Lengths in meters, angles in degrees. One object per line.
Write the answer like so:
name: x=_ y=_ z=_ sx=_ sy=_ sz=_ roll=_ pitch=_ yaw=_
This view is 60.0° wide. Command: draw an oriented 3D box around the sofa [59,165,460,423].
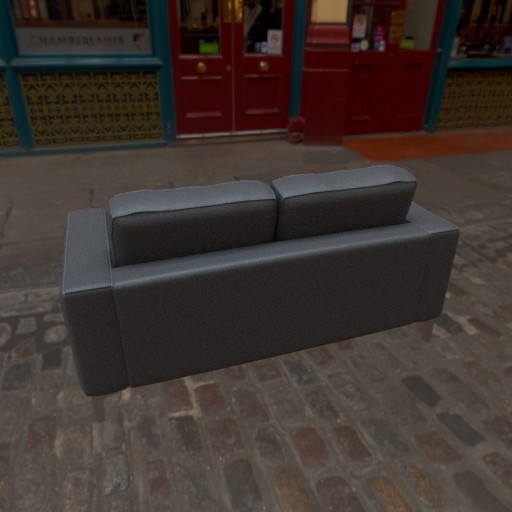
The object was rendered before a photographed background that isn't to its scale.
sofa: x=0.000 y=0.000 z=2.177 sx=1.726 sy=0.893 sz=0.833 roll=-9 pitch=29 yaw=-17
